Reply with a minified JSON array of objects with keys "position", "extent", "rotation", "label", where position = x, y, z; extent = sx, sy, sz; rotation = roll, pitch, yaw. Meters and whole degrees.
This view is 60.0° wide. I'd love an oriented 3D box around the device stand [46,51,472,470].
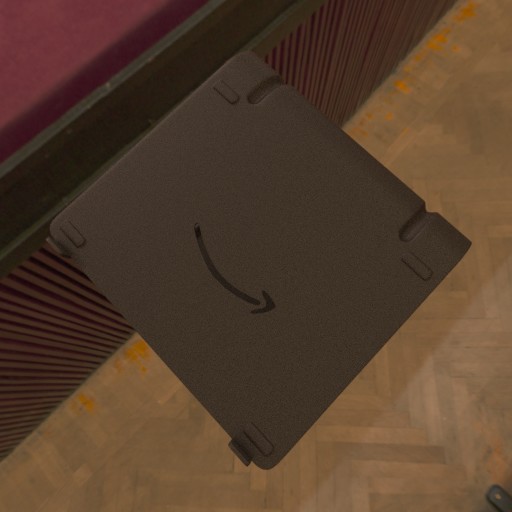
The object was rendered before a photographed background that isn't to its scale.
[{"position":[0.000,0.000,0.396],"extent":[0.236,0.155,0.256],"rotation":[-43,79,-11],"label":"device stand"}]
